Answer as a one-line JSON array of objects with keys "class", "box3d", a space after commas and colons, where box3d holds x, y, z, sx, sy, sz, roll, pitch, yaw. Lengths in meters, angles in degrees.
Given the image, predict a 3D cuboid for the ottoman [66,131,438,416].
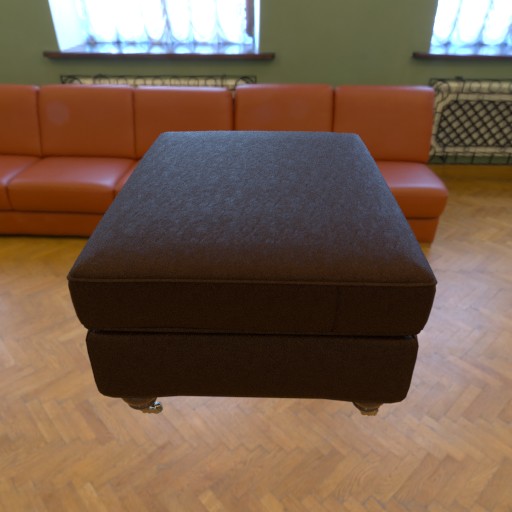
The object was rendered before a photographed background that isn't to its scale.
[{"class": "ottoman", "box3d": [0.000, 0.000, 1.774, 0.967, 0.730, 1.187, 1, 33, 1]}]
